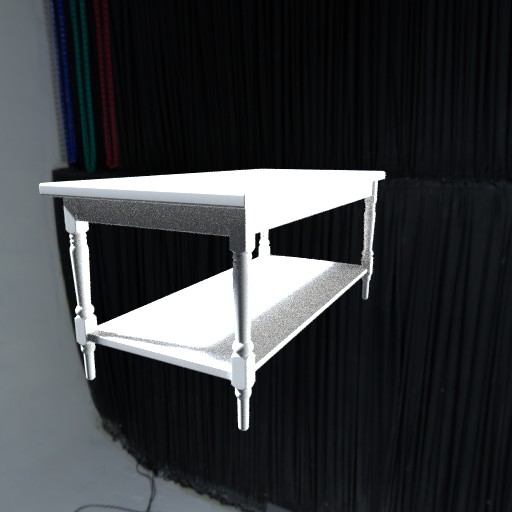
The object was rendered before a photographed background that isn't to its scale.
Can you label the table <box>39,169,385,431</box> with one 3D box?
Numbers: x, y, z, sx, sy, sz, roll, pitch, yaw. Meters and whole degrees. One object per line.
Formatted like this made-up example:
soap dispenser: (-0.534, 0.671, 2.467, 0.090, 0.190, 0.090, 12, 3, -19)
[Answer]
table: (0.000, 0.000, 1.433, 0.550, 0.510, 1.107, 7, 15, 27)
